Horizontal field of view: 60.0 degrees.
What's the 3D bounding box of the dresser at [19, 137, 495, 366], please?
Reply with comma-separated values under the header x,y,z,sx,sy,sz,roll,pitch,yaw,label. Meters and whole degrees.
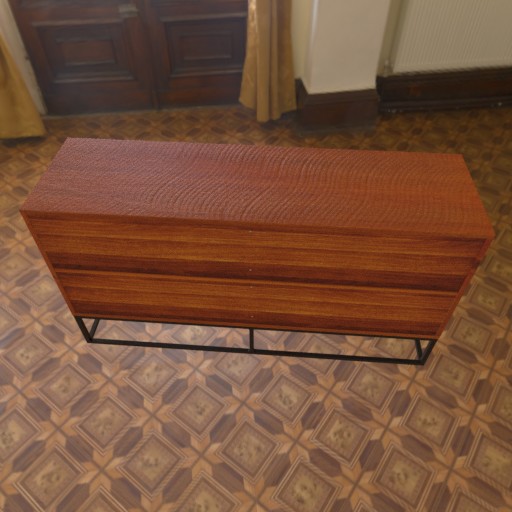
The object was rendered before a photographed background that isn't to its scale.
x,y,z,sx,sy,sz,roll,pitch,yaw,label
0.000,0.000,1.875,1.536,0.810,0.464,3,47,3,dresser
